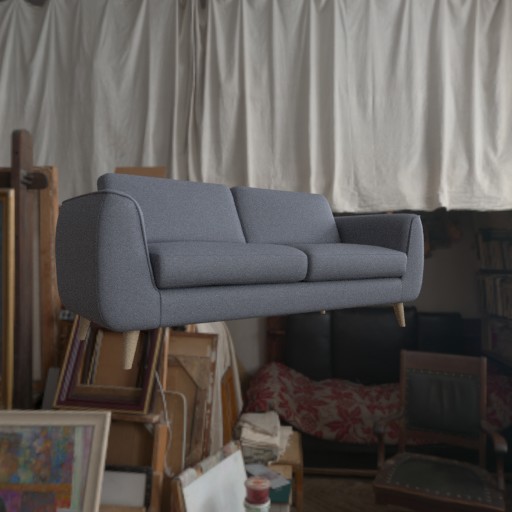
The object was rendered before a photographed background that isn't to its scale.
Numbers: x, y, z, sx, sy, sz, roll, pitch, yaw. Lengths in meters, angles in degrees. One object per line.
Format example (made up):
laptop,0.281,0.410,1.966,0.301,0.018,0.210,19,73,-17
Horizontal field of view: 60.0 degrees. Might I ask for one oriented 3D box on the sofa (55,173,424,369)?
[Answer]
sofa,0.000,0.000,2.556,2.000,0.870,0.920,0,1,-35
